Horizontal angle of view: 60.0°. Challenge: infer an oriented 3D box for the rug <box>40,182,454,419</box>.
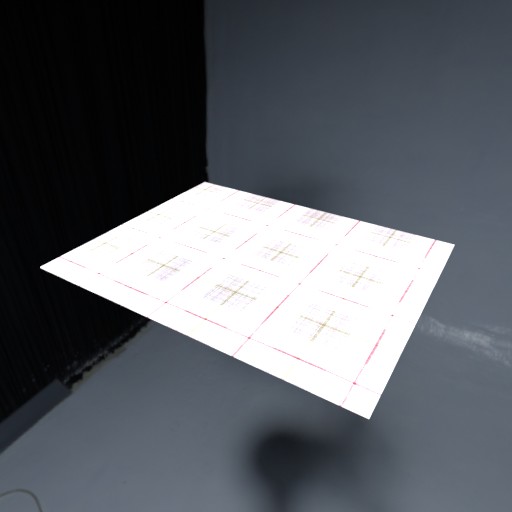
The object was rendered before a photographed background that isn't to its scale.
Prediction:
[{"bbox_3d":[0.000,0.000,4.008,2.959,0.016,2.317,18,36,27],"label":"rug"}]
